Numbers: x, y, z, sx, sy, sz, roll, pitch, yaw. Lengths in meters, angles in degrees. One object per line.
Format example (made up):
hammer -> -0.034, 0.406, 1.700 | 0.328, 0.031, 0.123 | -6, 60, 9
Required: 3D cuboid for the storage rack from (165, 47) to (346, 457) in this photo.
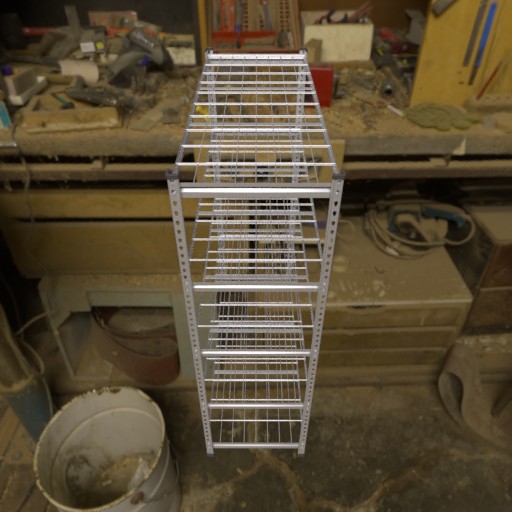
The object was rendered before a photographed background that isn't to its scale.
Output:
storage rack -> 0.000, 0.000, 2.701 | 0.610, 1.981, 1.524 | 0, 40, 0
